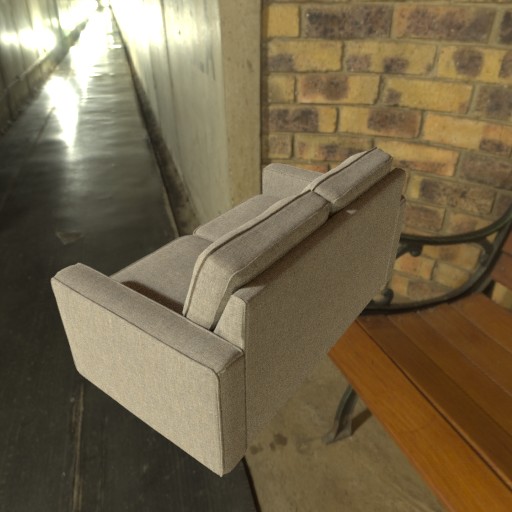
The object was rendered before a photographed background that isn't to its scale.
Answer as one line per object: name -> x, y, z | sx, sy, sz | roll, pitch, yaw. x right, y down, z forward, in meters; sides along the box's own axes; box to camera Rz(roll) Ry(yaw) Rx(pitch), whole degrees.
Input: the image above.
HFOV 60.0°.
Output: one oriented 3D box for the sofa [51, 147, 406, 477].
sofa -> 0.000, 0.000, 2.261 | 0.945, 0.915, 1.706 | 21, 38, 30
